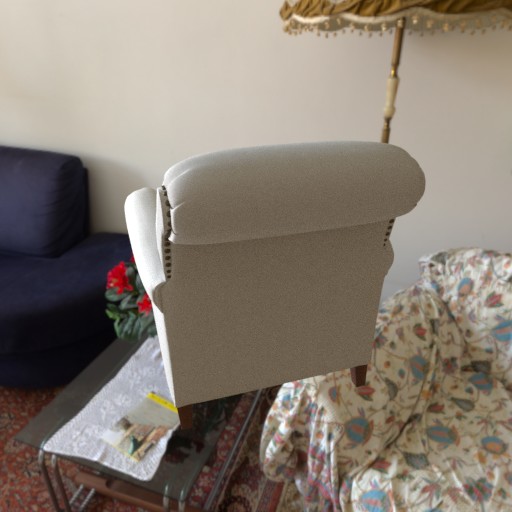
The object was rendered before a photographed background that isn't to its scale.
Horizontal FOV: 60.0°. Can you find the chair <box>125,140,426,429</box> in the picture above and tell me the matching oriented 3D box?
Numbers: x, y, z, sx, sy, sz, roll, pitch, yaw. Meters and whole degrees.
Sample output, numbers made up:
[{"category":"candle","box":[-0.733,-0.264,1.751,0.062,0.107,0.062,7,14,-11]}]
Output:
[{"category":"chair","box":[0.000,0.000,1.590,0.854,0.927,0.890,-8,28,-16]}]
